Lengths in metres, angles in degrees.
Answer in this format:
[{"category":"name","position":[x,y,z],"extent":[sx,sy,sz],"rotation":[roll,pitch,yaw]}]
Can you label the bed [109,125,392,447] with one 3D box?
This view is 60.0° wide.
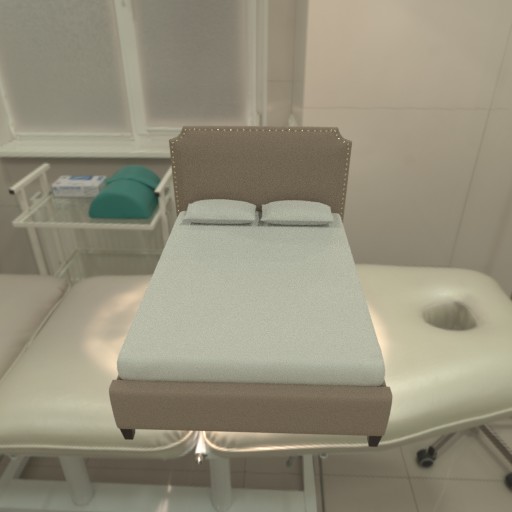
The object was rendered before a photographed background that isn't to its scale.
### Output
[{"category":"bed","position":[0.000,0.000,3.476],"extent":[1.713,1.443,2.372],"rotation":[1,31,2]}]
